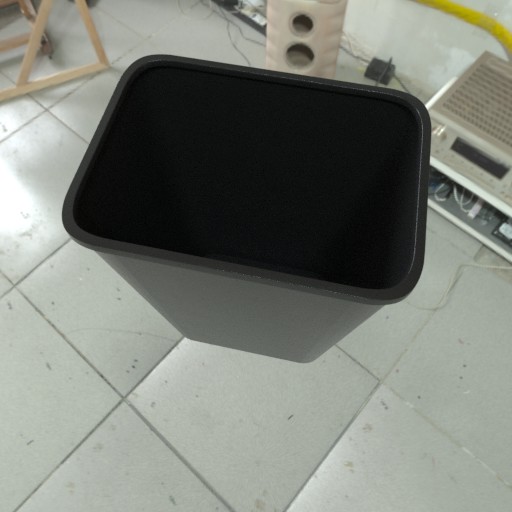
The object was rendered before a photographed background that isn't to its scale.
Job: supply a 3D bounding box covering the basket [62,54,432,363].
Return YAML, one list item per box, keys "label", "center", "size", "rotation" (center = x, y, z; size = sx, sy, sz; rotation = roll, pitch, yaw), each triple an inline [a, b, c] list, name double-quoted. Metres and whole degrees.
- label: "basket"
  center: [0.000, 0.000, 0.744]
  size: [0.394, 0.521, 0.287]
  rotation: [11, 65, 5]
